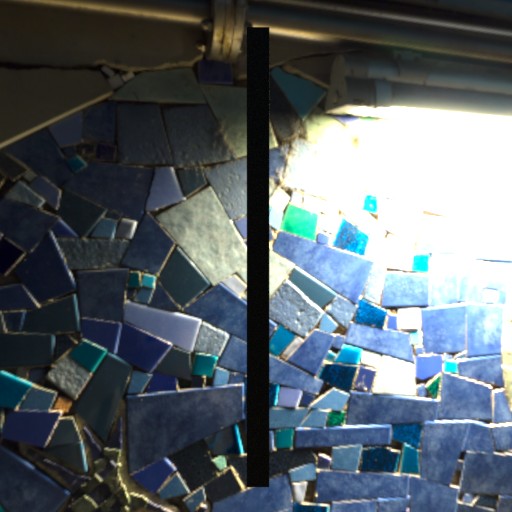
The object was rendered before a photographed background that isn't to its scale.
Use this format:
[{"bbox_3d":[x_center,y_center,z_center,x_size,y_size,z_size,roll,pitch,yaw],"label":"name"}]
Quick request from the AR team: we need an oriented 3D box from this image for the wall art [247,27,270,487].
[{"bbox_3d":[0.000,0.000,1.116,0.038,0.763,0.763,0,1,-1],"label":"wall art"}]
